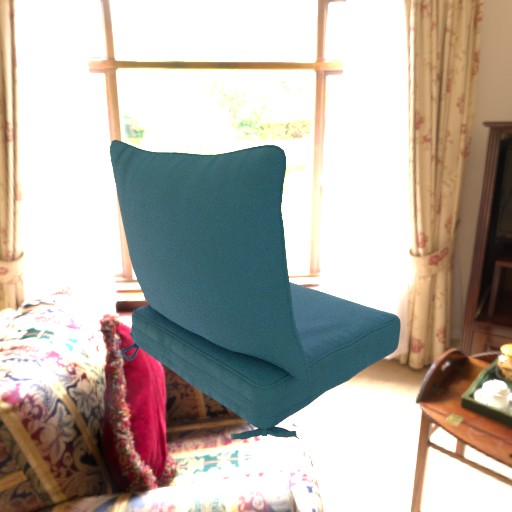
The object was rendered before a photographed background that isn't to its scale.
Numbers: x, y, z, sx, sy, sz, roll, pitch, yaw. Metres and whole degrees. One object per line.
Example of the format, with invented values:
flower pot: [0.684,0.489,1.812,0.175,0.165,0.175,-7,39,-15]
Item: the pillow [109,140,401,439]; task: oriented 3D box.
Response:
pillow: [0.000,0.000,1.432,0.733,0.725,0.798,-14,21,-41]
